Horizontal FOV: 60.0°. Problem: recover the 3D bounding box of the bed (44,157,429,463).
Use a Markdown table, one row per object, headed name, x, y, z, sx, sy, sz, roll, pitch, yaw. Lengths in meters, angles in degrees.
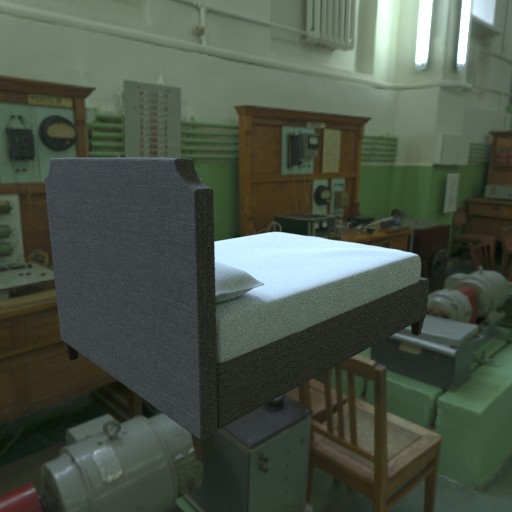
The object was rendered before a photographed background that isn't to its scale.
| name | x | y | z | sx | sy | sz | roll | pitch | yaw |
| --- | --- | --- | --- | --- | --- | --- | --- | --- | --- |
| bed | 0.000 | 0.000 | 3.367 | 2.381 | 1.457 | 1.713 | -12 | 17 | -43 |
